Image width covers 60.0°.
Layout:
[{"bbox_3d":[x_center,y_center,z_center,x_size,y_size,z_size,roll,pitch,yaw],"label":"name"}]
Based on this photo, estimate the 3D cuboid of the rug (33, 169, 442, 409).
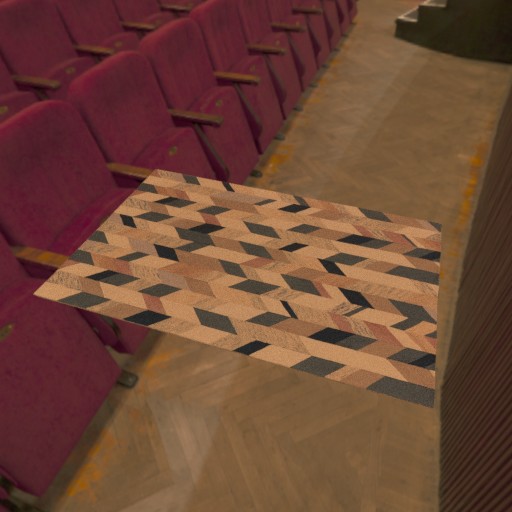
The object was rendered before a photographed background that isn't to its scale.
[{"bbox_3d":[0.000,0.000,2.290,1.813,0.006,1.202,13,43,14],"label":"rug"}]
